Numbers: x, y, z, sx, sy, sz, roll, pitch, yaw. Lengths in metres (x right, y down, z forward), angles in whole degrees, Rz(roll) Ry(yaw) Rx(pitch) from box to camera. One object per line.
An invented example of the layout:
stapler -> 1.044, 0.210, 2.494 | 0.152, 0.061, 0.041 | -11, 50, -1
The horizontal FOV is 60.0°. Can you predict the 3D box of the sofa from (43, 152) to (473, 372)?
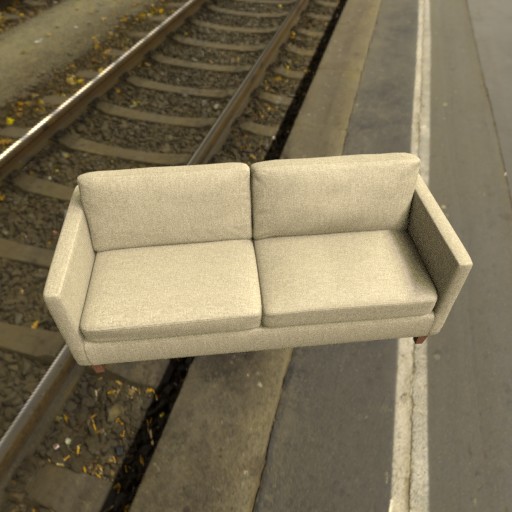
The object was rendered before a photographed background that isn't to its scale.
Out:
sofa -> 0.000, 0.000, 2.719 | 2.208, 0.960, 0.956 | -4, 46, -4
